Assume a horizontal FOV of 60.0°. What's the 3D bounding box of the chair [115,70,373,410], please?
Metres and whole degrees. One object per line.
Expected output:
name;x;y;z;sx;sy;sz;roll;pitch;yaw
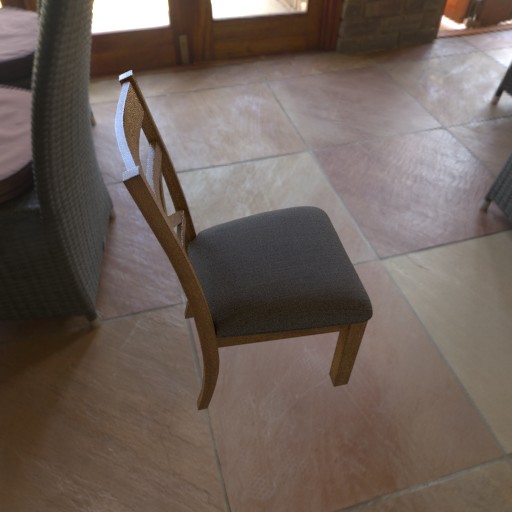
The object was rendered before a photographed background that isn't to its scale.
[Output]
chair;0.000;0.000;1.270;0.581;0.949;0.470;-9;48;-9
